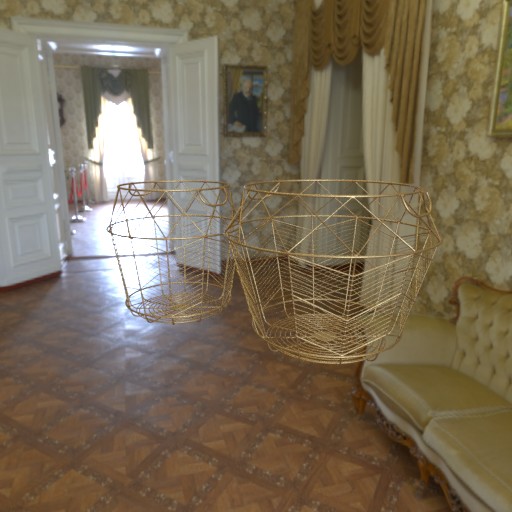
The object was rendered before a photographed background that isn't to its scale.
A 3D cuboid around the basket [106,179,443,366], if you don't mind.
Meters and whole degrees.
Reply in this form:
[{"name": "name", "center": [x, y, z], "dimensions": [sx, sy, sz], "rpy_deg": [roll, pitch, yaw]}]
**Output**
[{"name": "basket", "center": [0.000, 0.000, 1.048], "dimensions": [0.805, 0.343, 0.451], "rpy_deg": [7, 16, 27]}]
